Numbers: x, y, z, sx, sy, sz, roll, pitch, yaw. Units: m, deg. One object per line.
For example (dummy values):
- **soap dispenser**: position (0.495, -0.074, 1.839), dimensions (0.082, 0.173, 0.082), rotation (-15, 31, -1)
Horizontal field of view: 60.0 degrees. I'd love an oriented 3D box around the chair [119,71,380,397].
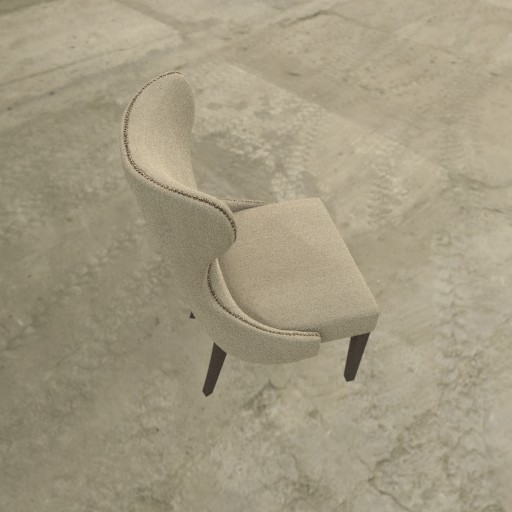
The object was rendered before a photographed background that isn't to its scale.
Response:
- **chair**: position (0.000, 0.000, 1.380), dimensions (0.635, 0.967, 0.628), rotation (-10, 48, -9)
